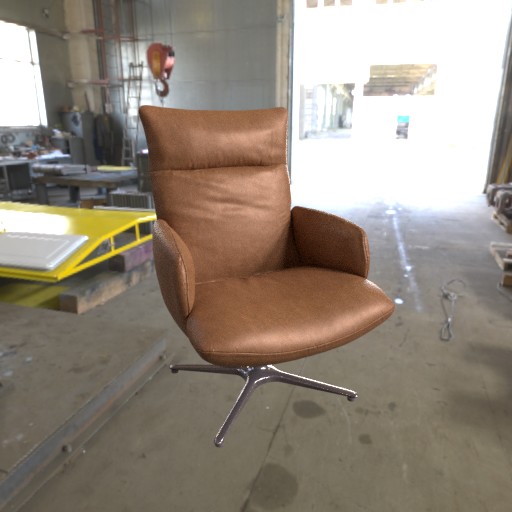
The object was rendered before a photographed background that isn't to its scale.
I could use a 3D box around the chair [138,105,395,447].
[{"bbox_3d":[0.000,0.000,1.577,0.711,1.027,0.794,-8,19,-26],"label":"chair"}]
